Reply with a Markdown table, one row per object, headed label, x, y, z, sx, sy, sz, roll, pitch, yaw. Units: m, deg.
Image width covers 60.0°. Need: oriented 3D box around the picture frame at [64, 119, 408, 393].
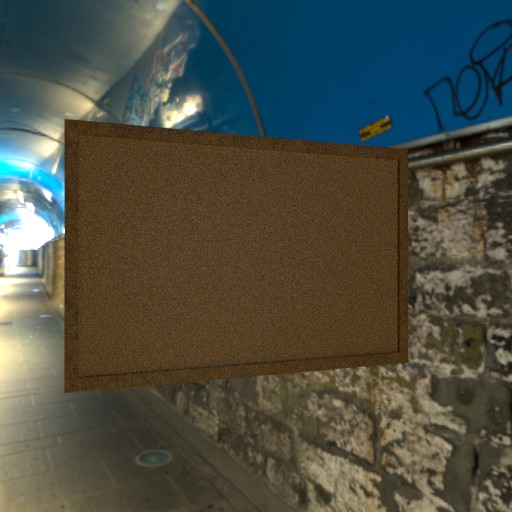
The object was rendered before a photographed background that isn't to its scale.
| label | x | y | z | sx | sy | sz | roll | pitch | yaw |
| --- | --- | --- | --- | --- | --- | --- | --- | --- | --- |
| picture frame | 0.000 | 0.000 | 1.160 | 0.922 | 0.621 | 0.029 | 0 | 0 | -18 |
